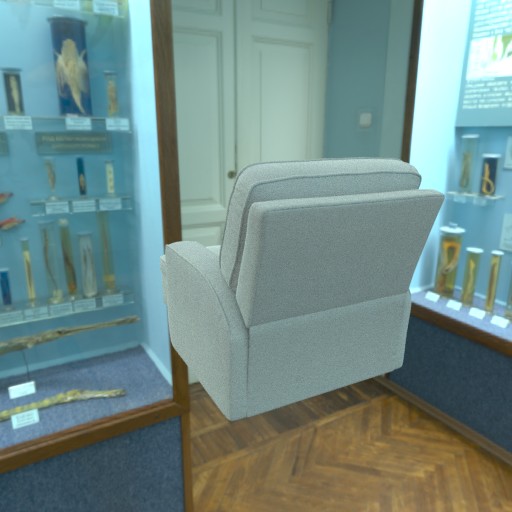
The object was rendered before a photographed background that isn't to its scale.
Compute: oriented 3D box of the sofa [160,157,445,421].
[{"bbox_3d":[0.000,0.000,2.123,0.861,0.959,1.472,-8,17,-27],"label":"sofa"}]
